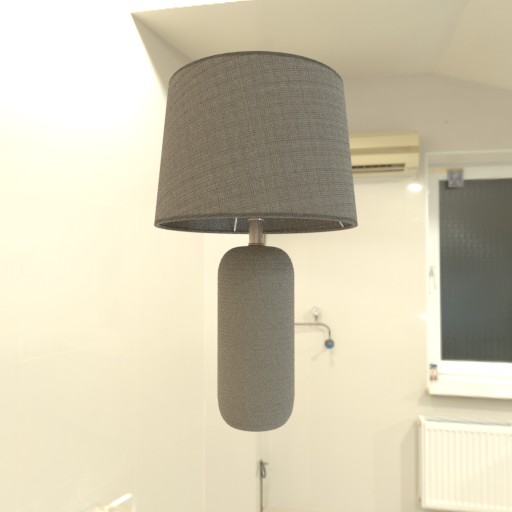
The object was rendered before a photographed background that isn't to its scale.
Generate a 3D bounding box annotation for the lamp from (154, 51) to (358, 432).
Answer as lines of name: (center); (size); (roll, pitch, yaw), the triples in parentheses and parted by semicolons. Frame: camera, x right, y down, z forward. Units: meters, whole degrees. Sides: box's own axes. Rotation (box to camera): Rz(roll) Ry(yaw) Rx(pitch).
lamp: (0.000, 0.000, 0.817); (0.367, 0.609, 0.367); (0, -1, 0)
